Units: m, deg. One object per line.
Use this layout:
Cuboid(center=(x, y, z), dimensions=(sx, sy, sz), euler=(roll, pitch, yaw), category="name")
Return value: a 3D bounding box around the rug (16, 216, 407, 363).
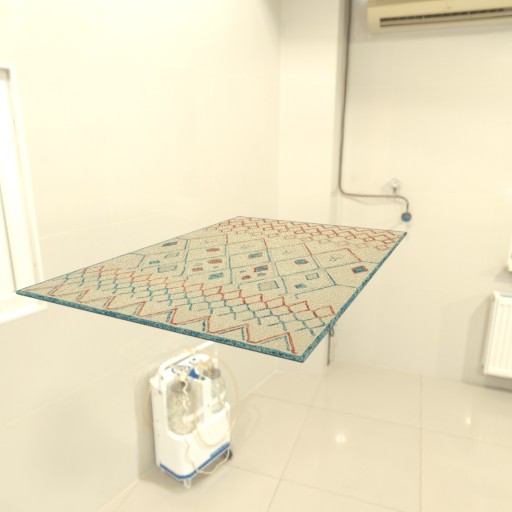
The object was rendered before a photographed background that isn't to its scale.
Cuboid(center=(0.000, 0.000, 2.279), dimensions=(1.219, 0.016, 1.829), euler=(8, 17, 26), category="rug")
